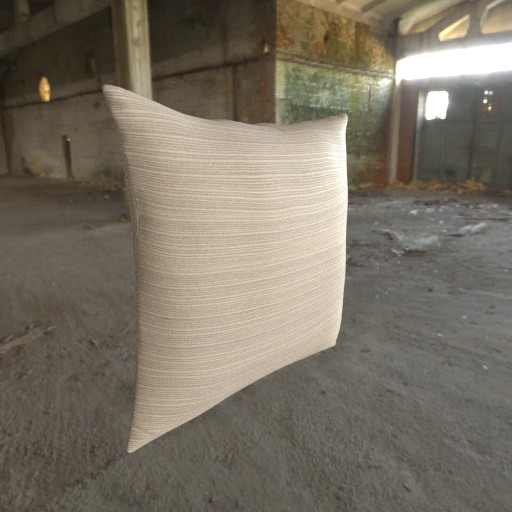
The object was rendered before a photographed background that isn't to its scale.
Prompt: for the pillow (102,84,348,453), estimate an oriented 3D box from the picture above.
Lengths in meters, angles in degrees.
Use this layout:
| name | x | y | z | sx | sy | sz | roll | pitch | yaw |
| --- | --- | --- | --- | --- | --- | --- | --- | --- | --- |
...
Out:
| name | x | y | z | sx | sy | sz | roll | pitch | yaw |
| --- | --- | --- | --- | --- | --- | --- | --- | --- | --- |
| pillow | 0.000 | 0.000 | 0.746 | 0.204 | 0.497 | 0.512 | 13 | 19 | 43 |
